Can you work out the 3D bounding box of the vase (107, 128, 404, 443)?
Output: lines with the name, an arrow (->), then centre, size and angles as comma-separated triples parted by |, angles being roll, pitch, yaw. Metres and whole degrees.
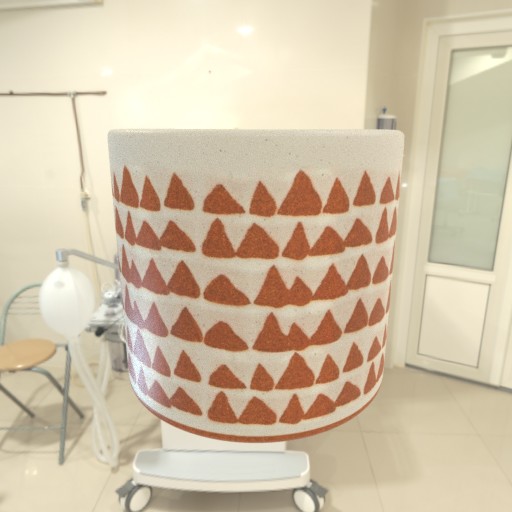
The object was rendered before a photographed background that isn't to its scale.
vase -> 0.000, 0.000, 0.231 | 0.137, 0.127, 0.137 | 0, 16, 0
